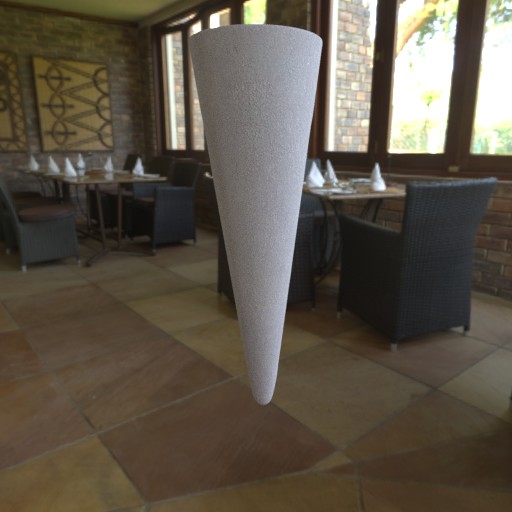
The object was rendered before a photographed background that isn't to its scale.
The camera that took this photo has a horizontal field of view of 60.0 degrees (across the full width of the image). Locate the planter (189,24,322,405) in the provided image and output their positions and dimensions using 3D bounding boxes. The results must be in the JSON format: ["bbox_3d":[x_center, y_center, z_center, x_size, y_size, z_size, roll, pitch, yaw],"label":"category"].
[{"bbox_3d":[0.000,0.000,0.293,0.078,0.259,0.087,2,14,10],"label":"planter"}]
